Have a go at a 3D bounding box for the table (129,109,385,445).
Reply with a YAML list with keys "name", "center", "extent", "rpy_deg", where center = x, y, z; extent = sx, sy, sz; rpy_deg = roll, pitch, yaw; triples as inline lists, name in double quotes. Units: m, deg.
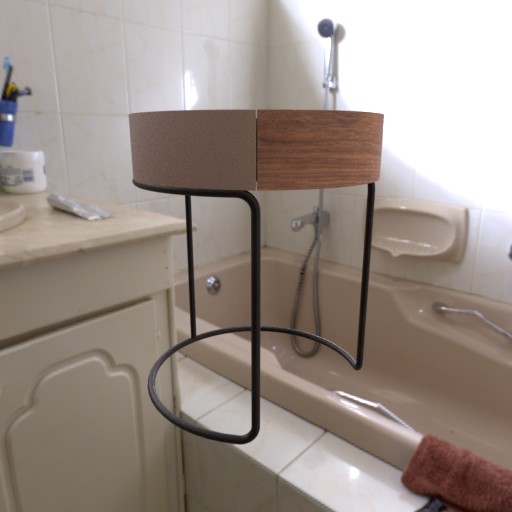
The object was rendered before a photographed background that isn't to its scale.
- name: "table"
  center: [0.000, 0.000, 0.876]
  extent: [0.450, 0.530, 0.450]
  rpy_deg: [0, 16, 0]
